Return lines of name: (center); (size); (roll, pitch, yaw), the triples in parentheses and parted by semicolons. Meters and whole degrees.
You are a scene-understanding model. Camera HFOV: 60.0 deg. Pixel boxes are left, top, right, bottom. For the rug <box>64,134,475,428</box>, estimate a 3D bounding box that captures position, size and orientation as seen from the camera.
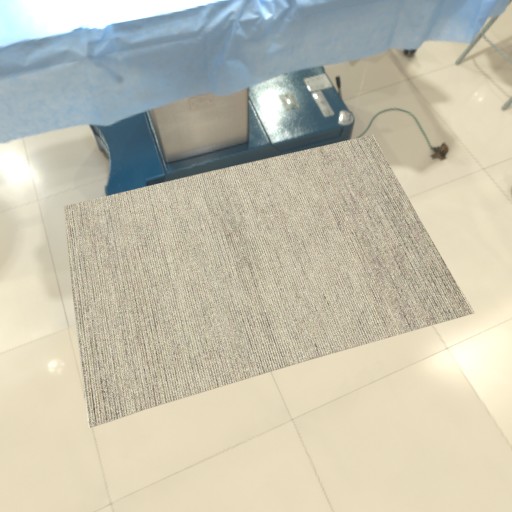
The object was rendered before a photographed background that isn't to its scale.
rug: (0.000, 0.000, 2.222); (1.804, 0.022, 1.162); (-15, 63, -8)
